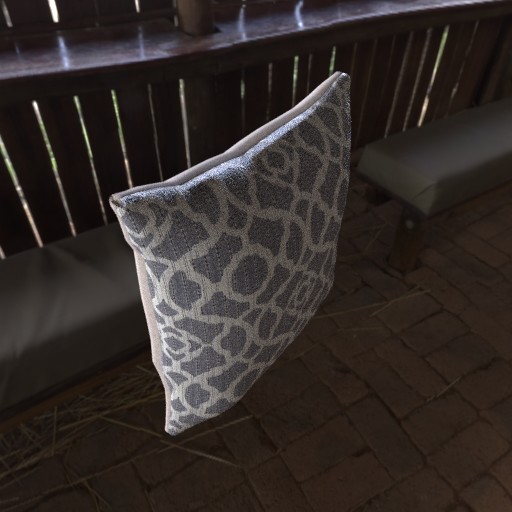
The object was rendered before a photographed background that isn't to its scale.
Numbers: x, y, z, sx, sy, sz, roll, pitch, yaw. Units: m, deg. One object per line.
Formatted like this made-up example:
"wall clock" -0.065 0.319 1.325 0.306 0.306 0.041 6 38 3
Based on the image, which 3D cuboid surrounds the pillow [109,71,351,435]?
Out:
"pillow" 0.000 0.000 0.781 0.215 0.498 0.508 27 47 27
